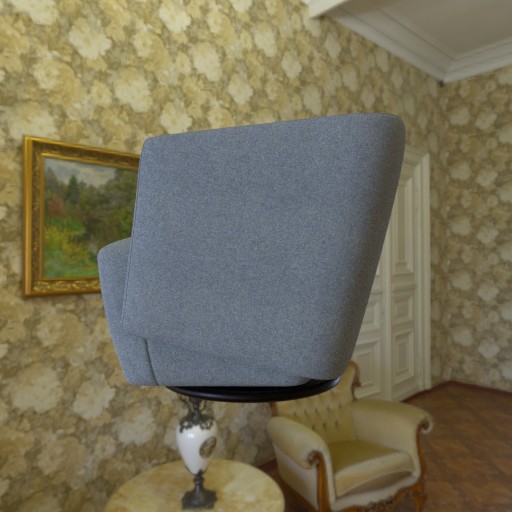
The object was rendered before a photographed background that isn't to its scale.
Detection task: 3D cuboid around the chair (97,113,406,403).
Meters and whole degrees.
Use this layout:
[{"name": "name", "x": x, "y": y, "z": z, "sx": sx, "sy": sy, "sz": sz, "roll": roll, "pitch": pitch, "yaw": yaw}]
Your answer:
[{"name": "chair", "x": 0.000, "y": 0.000, "z": 1.593, "sx": 0.986, "sy": 0.861, "sz": 0.822, "roll": 0, "pitch": -1, "yaw": 1}]
